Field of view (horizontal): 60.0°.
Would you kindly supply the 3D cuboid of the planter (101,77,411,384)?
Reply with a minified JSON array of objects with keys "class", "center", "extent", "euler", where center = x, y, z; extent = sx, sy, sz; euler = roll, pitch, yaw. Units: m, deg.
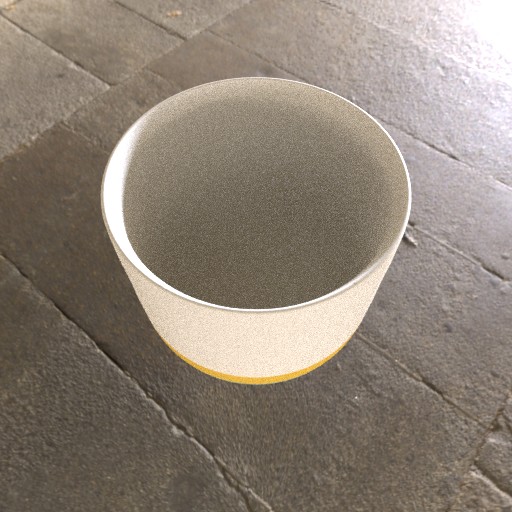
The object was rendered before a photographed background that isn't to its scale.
[{"class":"planter","center":[0.000,0.000,0.499],"extent":[0.268,0.270,0.268],"euler":[0,58,0]}]
